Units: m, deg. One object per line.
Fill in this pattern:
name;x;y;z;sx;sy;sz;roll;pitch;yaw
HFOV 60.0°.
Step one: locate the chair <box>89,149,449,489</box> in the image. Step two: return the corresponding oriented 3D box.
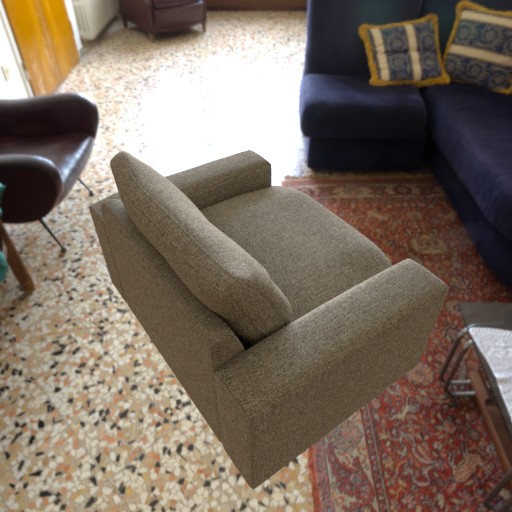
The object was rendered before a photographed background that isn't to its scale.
chair;0.000;0.000;2.049;1.039;0.915;1.398;-26;48;-26
